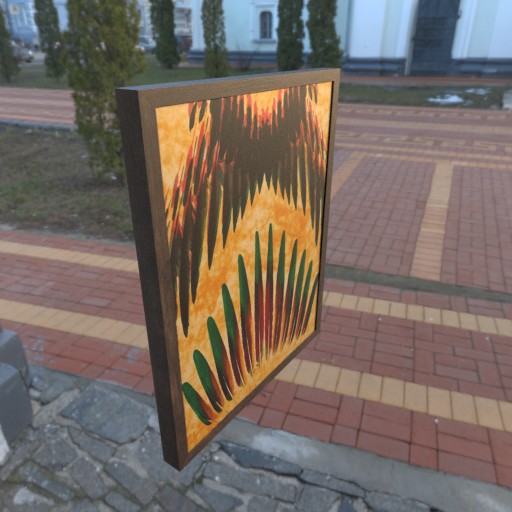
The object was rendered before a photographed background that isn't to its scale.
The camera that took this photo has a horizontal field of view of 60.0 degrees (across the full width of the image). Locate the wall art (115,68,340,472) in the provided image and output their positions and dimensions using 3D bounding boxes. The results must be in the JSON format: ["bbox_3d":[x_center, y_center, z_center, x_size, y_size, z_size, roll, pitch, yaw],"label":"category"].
[{"bbox_3d":[0.000,0.000,0.538,0.027,0.406,0.329,18,31,32],"label":"wall art"}]
